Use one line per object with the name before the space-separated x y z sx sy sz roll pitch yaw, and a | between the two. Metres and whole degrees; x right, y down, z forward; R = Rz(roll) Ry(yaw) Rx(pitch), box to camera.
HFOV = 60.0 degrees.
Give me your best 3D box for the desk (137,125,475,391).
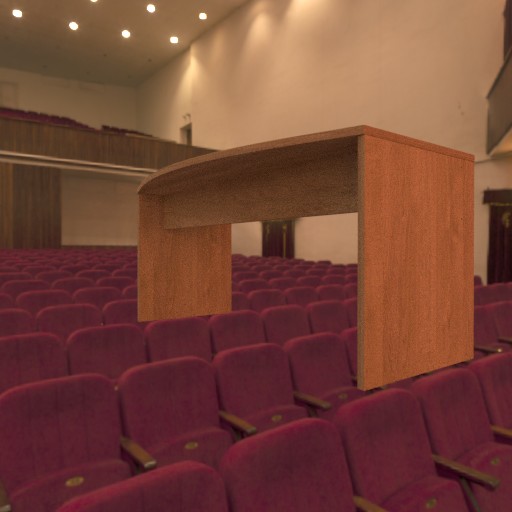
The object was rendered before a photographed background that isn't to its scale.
desk | 0.000 0.000 2.025 0.802 0.752 1.600 0 1 -38
